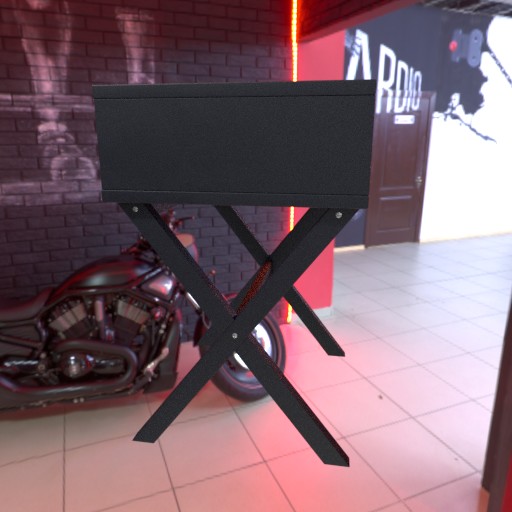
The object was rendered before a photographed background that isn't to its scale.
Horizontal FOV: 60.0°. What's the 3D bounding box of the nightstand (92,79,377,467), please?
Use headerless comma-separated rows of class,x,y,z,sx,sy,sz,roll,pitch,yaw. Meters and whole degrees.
nightstand,0.000,0.000,0.918,0.402,0.623,0.479,3,15,10
